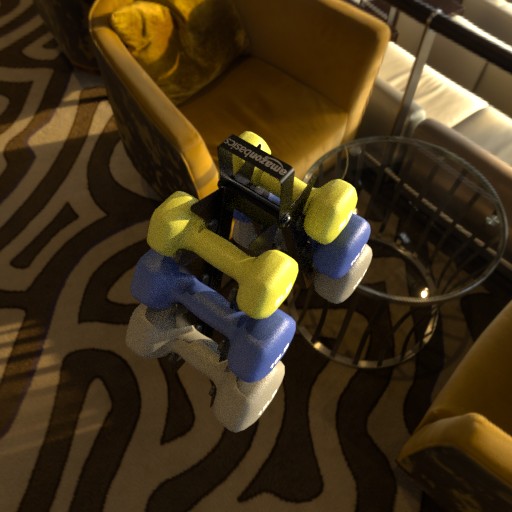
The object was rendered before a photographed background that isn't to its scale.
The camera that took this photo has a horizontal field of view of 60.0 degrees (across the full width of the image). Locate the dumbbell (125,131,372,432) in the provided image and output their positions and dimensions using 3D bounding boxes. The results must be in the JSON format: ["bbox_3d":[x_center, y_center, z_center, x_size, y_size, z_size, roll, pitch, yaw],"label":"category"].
[{"bbox_3d":[0.000,0.000,0.681,0.261,0.426,0.416,33,63,19],"label":"dumbbell"}]
